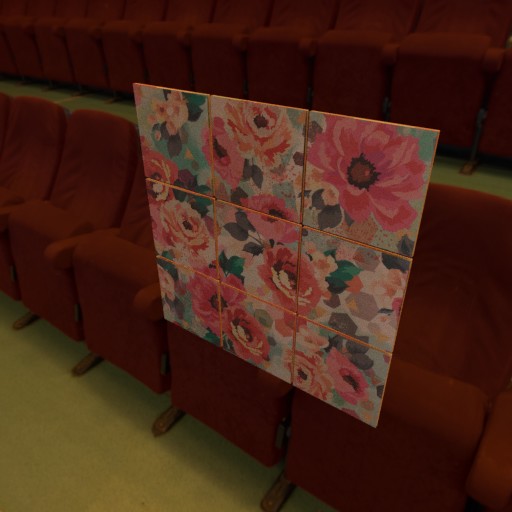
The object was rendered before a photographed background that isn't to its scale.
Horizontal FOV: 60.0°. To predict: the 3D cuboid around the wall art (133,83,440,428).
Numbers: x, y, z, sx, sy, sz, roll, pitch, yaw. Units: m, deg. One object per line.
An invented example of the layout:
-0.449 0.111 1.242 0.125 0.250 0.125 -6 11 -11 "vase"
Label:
0.000 0.000 1.359 0.911 0.910 0.012 20 37 30 "wall art"
